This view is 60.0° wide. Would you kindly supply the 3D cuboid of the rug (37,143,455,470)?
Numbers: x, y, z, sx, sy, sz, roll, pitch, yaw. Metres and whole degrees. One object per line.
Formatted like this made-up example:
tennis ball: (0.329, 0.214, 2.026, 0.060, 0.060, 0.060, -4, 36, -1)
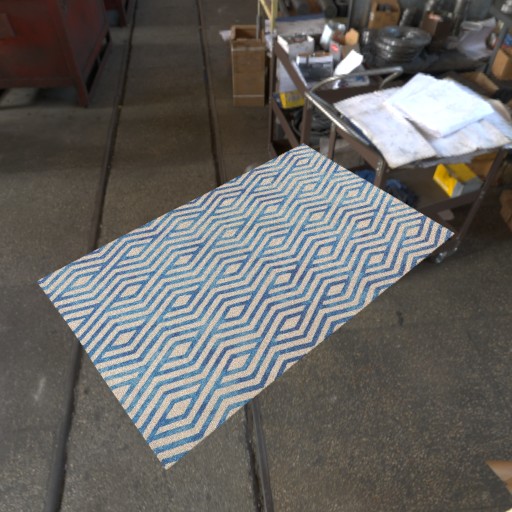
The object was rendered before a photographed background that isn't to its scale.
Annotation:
rug: (0.000, 0.000, 3.024, 2.439, 0.008, 1.531, -32, 55, -27)
